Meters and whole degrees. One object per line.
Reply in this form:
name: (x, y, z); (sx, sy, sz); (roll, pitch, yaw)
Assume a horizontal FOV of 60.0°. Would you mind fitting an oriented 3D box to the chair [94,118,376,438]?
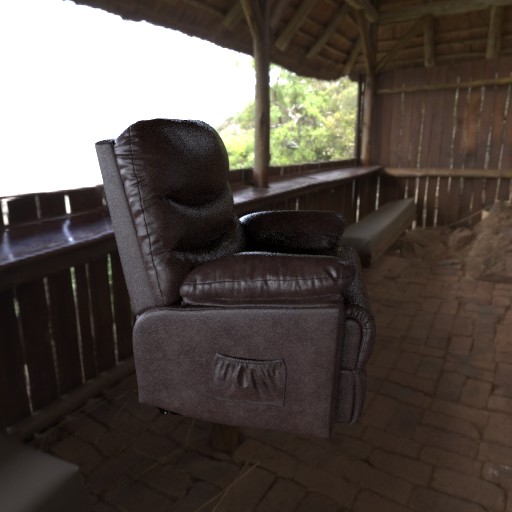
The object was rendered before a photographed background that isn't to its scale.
chair: (0.000, 0.000, 1.754); (0.879, 1.041, 0.940); (3, 17, 8)
